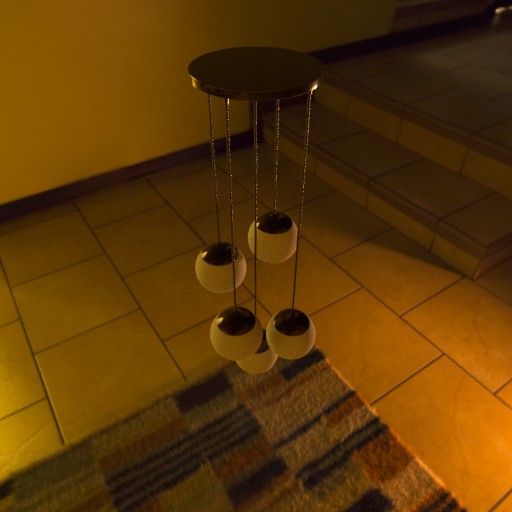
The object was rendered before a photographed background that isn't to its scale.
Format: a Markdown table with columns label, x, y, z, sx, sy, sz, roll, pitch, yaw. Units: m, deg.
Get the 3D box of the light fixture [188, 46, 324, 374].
| label | x | y | z | sx | sy | sz | roll | pitch | yaw |
| --- | --- | --- | --- | --- | --- | --- | --- | --- | --- |
| light fixture | 0.000 | 0.000 | 1.541 | 0.484 | 1.271 | 0.489 | 26 | 47 | 27 |
